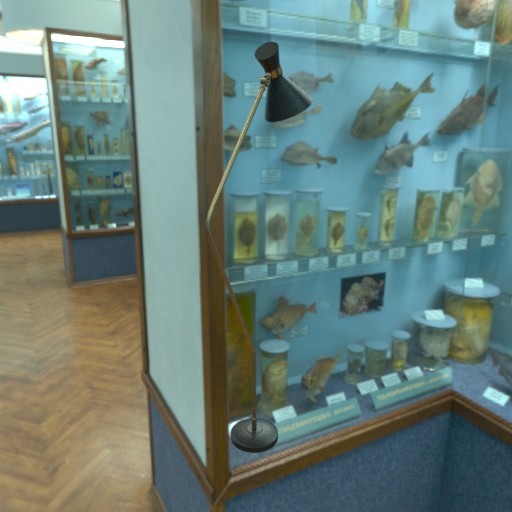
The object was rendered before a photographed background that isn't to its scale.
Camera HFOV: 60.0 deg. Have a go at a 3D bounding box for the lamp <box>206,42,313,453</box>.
[{"bbox_3d":[0.000,0.000,1.614,0.467,1.438,0.277,-7,16,-25],"label":"lamp"}]
